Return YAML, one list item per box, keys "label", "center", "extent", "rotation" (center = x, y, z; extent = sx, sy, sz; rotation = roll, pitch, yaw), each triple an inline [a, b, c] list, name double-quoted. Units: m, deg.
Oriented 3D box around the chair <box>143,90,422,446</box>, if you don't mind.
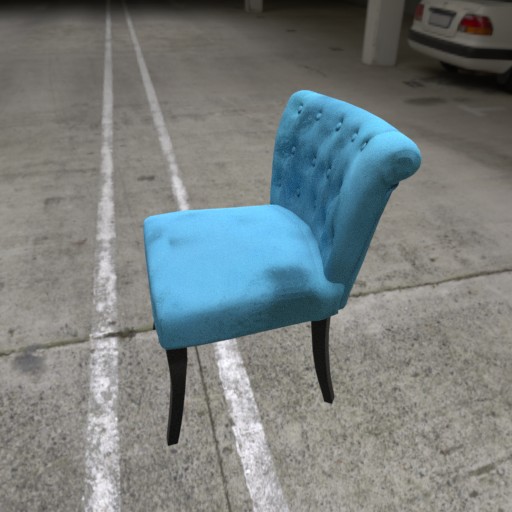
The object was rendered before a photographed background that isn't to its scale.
- label: "chair"
  center: [0.000, 0.000, 1.206]
  extent: [0.605, 0.750, 0.582]
  rotation: [-8, 31, -13]
